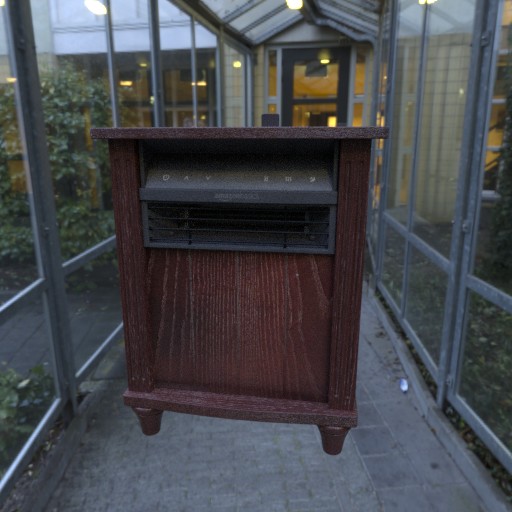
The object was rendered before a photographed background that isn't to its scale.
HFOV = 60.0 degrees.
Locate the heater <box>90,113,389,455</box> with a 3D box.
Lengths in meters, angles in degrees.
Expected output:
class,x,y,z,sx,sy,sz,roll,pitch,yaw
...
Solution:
class,x,y,z,sx,sy,sz,roll,pitch,yaw
heater,0.000,0.000,0.754,0.362,0.481,0.400,2,15,9
